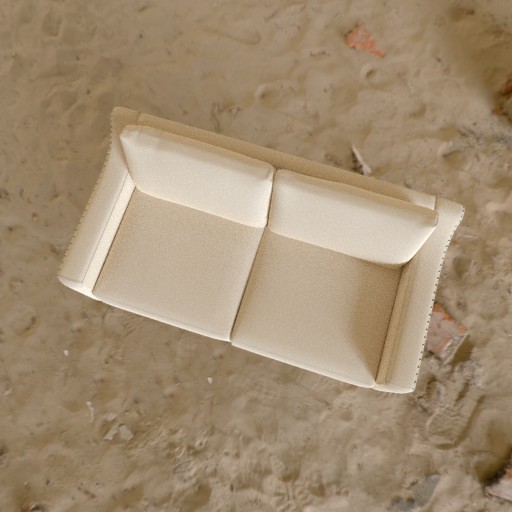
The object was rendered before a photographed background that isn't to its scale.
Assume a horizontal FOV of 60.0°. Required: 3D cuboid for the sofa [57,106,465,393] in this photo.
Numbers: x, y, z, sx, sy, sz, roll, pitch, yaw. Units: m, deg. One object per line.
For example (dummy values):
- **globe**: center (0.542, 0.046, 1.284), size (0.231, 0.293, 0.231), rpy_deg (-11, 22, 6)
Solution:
- **sofa**: center (0.000, 0.000, 2.338), size (1.812, 0.830, 0.949), rpy_deg (17, 76, 4)
